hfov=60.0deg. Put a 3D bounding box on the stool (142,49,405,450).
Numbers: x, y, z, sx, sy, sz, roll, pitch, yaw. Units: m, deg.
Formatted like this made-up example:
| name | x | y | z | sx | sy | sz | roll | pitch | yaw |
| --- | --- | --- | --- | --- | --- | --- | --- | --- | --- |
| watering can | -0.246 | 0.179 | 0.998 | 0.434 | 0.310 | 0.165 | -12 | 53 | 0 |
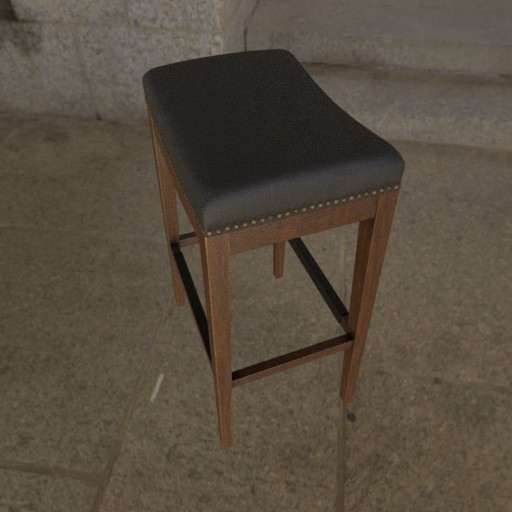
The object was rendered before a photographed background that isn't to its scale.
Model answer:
| name | x | y | z | sx | sy | sz | roll | pitch | yaw |
| --- | --- | --- | --- | --- | --- | --- | --- | --- | --- |
| stool | 0.000 | 0.000 | 1.028 | 0.361 | 0.765 | 0.500 | -15 | 48 | -14 |
